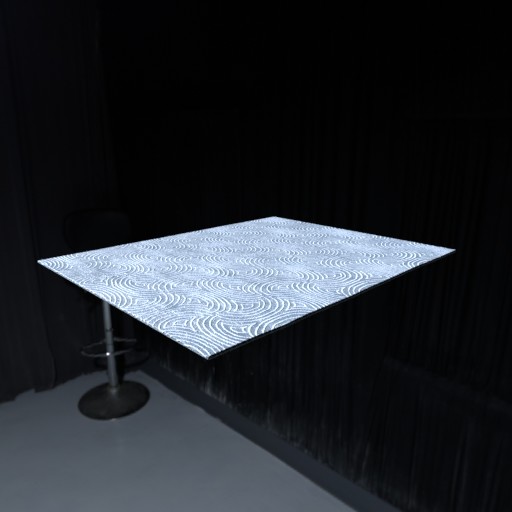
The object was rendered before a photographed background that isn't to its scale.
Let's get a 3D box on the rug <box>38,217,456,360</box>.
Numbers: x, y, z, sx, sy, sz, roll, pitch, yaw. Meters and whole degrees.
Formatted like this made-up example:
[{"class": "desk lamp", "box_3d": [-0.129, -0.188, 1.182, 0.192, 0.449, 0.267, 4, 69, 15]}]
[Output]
[{"class": "rug", "box_3d": [0.000, 0.000, 4.118, 3.042, 0.021, 2.456, -15, 21, -42]}]
